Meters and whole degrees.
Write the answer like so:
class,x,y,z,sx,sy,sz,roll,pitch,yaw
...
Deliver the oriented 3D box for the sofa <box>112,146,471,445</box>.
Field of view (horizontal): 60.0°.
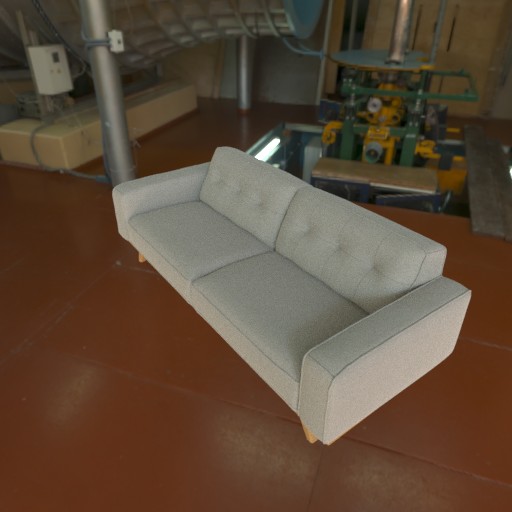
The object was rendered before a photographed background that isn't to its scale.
class,x,y,z,sx,sy,sz,roll,pitch,yaw
sofa,0.000,0.000,2.730,0.956,0.781,2.270,-21,38,-30
